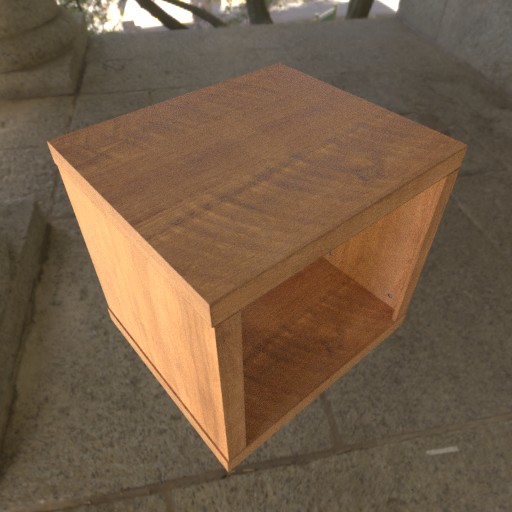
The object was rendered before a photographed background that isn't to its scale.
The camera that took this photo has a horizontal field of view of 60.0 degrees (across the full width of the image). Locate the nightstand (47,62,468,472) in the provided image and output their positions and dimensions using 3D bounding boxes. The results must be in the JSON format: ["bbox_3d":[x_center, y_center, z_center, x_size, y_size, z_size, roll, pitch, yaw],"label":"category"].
[{"bbox_3d":[0.000,0.000,0.857,0.493,0.491,0.436,-31,52,-28],"label":"nightstand"}]
